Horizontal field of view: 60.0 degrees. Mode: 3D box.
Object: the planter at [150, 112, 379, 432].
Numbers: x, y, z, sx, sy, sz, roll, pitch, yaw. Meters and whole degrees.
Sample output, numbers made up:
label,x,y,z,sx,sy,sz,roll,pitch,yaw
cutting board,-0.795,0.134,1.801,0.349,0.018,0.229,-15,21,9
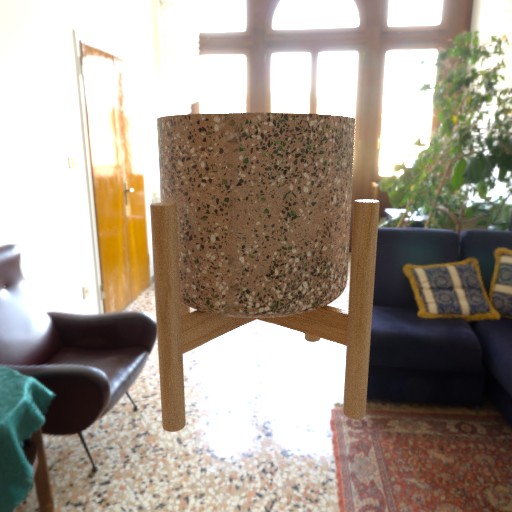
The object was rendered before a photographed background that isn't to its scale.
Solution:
label,x,y,z,sx,sy,sz,roll,pitch,yaw
planter,0.000,0.000,0.544,0.284,0.320,0.284,-7,16,-28
